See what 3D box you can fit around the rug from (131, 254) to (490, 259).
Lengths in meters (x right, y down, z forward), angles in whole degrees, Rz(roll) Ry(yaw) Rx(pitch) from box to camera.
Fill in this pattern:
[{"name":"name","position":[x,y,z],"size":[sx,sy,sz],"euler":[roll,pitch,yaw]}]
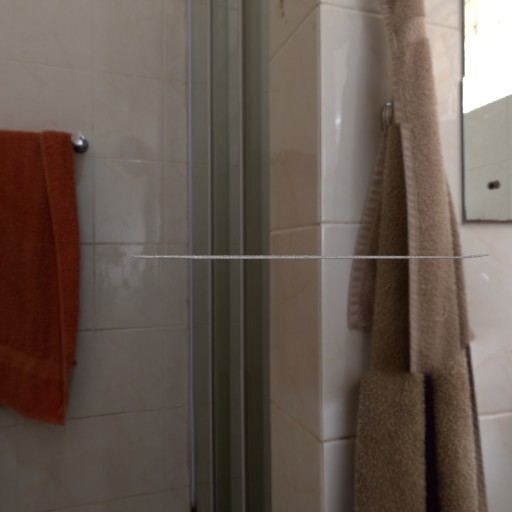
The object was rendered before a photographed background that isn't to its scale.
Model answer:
[{"name":"rug","position":[0.000,0.000,2.282],"size":[1.209,0.019,1.828],"euler":[0,0,-17]}]
